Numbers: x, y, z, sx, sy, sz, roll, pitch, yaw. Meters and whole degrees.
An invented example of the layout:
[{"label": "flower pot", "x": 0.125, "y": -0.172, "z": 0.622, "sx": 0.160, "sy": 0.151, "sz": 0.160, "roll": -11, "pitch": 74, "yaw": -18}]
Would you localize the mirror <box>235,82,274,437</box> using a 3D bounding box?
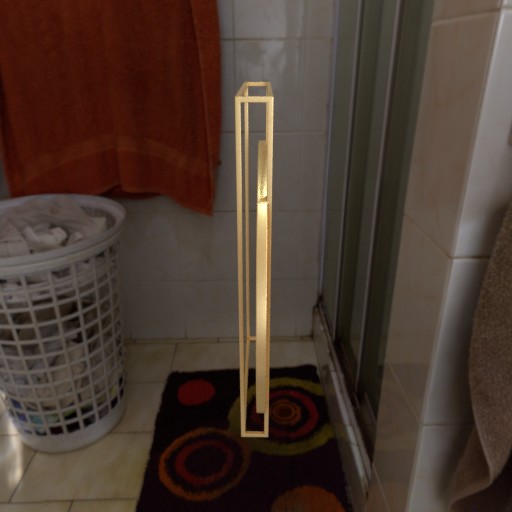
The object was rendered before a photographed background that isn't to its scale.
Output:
[{"label": "mirror", "x": 0.000, "y": 0.000, "z": 0.848, "sx": 0.051, "sy": 0.603, "sz": 0.508, "roll": 0, "pitch": 25, "yaw": 1}]
